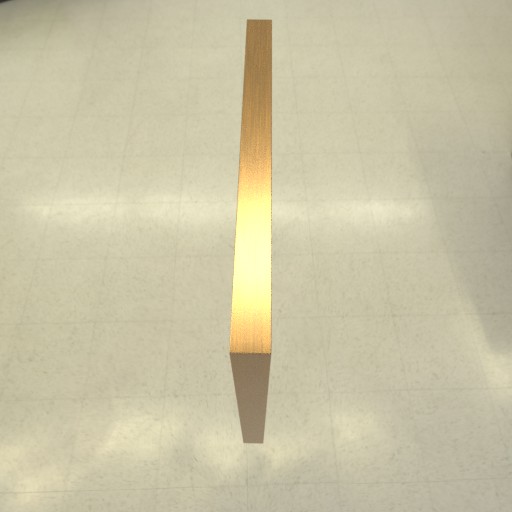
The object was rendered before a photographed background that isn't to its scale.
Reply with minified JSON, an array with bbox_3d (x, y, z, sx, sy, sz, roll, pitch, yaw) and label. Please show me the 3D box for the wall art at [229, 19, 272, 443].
[{"bbox_3d":[0.000,0.000,0.735,0.037,0.505,0.505,1,59,1],"label":"wall art"}]
